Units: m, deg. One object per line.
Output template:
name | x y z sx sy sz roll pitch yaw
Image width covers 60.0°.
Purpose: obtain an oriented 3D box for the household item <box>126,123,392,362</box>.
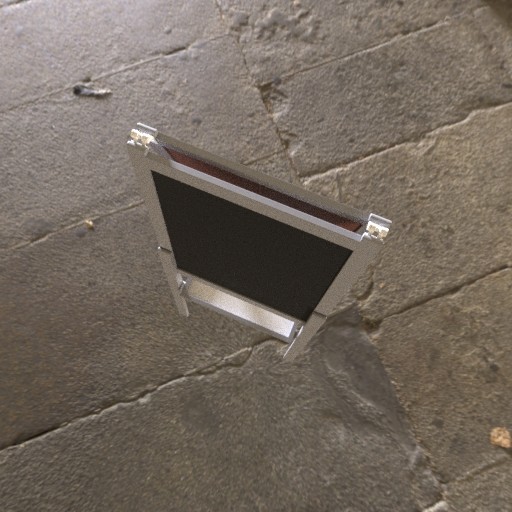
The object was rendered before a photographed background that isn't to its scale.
household item | 0.000 0.000 1.408 0.531 1.172 0.469 22 77 6
